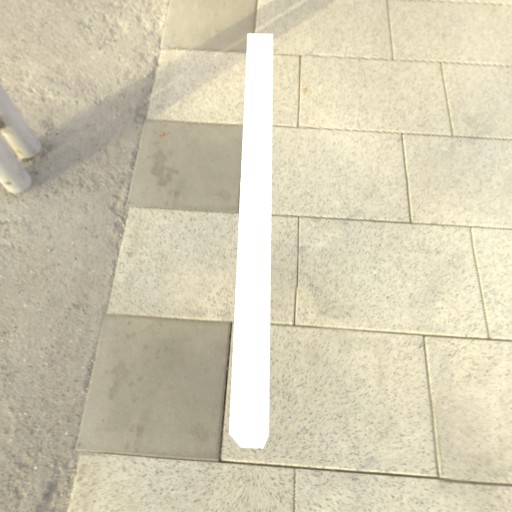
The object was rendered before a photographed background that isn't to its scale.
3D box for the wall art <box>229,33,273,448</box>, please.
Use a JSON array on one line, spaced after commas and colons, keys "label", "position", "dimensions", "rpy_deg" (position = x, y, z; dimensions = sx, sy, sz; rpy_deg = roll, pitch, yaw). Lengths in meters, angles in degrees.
[{"label": "wall art", "position": [0.000, 0.000, 0.781], "dimensions": [0.042, 0.414, 0.608], "rpy_deg": [1, 65, 1]}]
